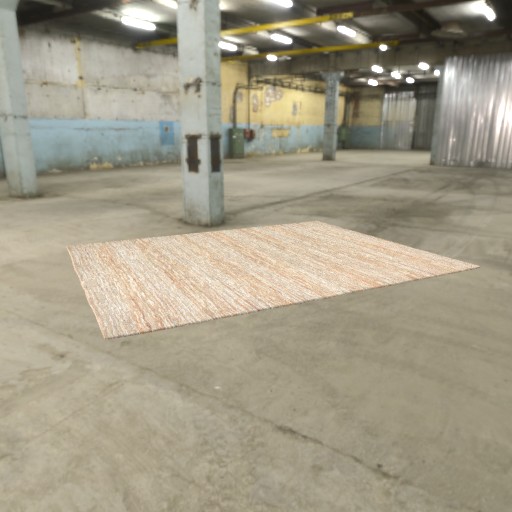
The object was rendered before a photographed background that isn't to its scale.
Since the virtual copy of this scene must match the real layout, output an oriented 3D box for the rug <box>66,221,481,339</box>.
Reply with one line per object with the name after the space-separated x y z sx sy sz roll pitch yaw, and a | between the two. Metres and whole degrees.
0.000 0.000 3.917 2.939 0.009 2.313 -8 17 -26 | rug
